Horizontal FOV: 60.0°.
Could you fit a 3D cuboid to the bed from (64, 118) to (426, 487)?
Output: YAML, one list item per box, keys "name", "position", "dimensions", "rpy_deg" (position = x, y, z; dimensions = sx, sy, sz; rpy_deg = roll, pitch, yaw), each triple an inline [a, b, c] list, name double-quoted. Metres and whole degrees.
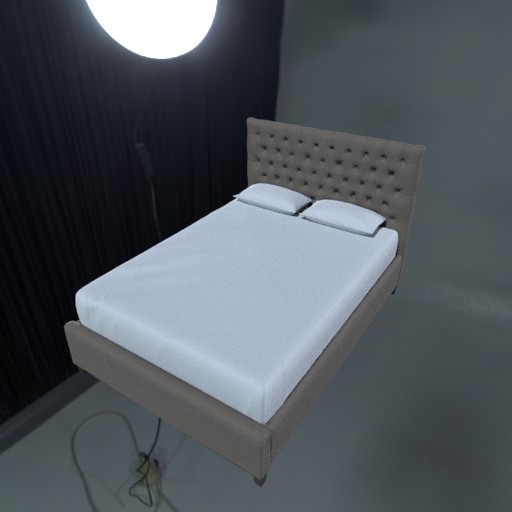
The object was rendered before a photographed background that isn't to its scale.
- name: "bed"
  position: [0.000, 0.000, 3.412]
  dimensions: [1.698, 1.427, 2.387]
  rpy_deg: [19, 36, 29]
